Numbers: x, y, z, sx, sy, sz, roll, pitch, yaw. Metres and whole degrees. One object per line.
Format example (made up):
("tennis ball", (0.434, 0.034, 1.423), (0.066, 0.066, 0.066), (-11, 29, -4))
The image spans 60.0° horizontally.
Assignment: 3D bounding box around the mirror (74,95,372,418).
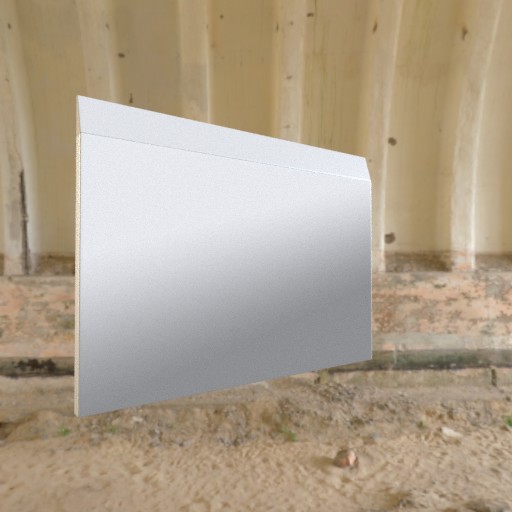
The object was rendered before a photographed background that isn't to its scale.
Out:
("mirror", (0.000, 0.000, 1.125), (0.870, 0.630, 0.030), (1, -1, -37))
